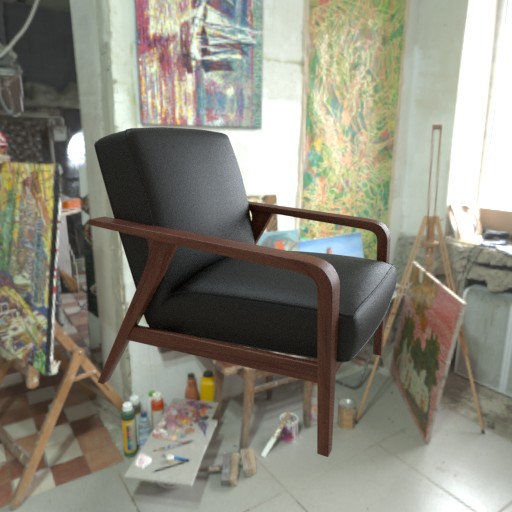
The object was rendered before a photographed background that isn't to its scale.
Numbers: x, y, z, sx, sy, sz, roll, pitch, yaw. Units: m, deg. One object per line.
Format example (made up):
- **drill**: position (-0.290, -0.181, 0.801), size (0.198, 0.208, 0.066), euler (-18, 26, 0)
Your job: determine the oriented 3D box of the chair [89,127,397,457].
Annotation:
- **chair**: position (0.000, 0.000, 1.536), size (0.889, 0.861, 0.719), euler (7, 15, 26)
